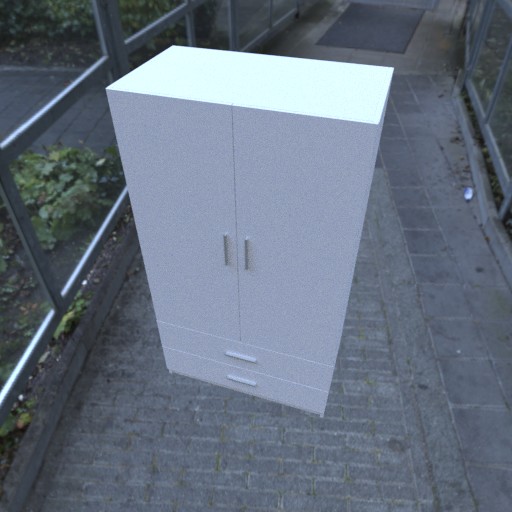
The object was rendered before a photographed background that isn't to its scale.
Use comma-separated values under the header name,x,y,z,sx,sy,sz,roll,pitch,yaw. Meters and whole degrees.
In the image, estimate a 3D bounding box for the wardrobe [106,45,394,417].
name,x,y,z,sx,sy,sz,roll,pitch,yaw
wardrobe,0.000,0.000,2.296,0.991,1.808,0.577,12,42,14
